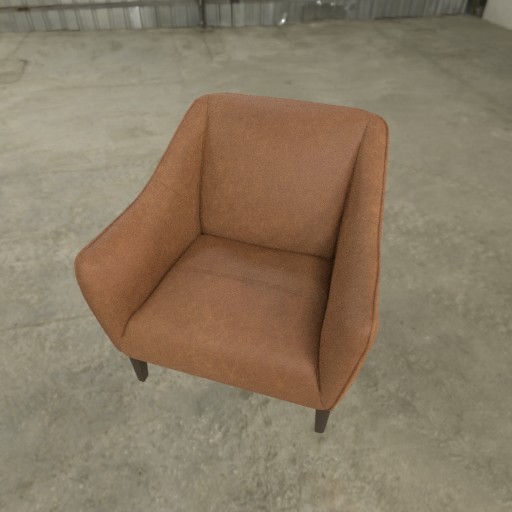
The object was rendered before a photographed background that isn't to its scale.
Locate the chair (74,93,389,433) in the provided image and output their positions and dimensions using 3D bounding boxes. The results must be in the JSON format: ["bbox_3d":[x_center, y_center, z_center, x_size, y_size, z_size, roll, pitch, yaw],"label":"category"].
[{"bbox_3d":[0.000,0.000,1.580,0.871,0.830,0.852,12,42,13],"label":"chair"}]
